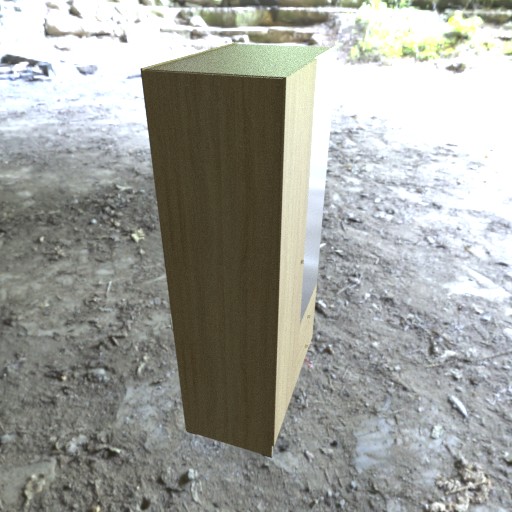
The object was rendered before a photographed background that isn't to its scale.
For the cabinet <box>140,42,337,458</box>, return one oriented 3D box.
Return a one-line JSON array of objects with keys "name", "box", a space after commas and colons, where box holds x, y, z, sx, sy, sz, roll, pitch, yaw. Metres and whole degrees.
[{"name": "cabinet", "box": [0.000, 0.000, 2.554, 0.590, 2.121, 1.001, 10, 33, 16]}]
